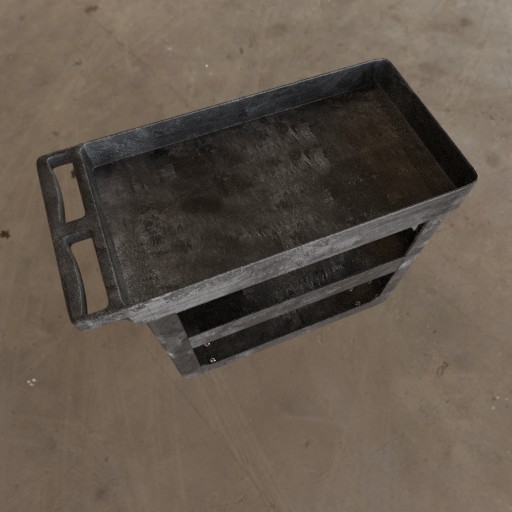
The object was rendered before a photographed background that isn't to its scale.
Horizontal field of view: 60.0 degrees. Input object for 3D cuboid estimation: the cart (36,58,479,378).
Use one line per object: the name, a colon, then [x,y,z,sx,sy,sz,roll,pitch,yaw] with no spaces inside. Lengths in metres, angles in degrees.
cart: [0.000,0.000,1.317,0.877,0.824,0.420,-20,65,-10]
